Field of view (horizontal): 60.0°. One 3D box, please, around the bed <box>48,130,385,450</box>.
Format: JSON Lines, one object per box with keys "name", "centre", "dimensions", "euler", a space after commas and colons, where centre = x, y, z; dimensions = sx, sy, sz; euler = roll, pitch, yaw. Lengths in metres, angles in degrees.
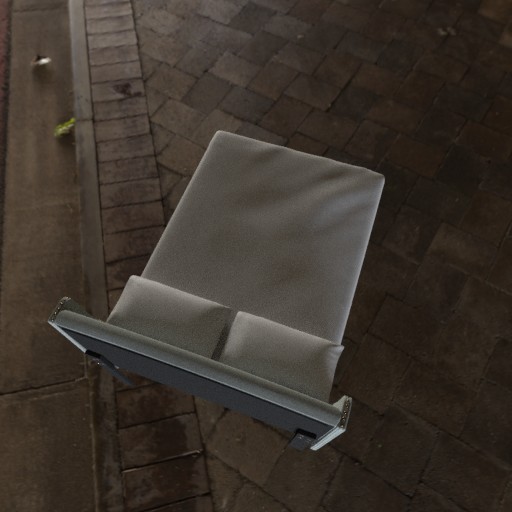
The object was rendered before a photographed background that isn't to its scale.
{"name": "bed", "centre": [0.000, 0.000, 3.362], "dimensions": [1.710, 1.407, 2.237], "euler": [17, 64, 9]}
